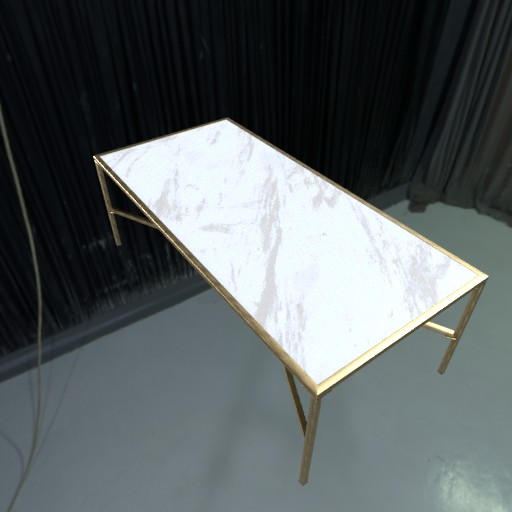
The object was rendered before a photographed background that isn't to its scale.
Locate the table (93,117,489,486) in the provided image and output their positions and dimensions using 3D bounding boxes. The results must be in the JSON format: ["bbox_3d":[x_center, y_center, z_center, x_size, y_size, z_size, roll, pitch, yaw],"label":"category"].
[{"bbox_3d":[0.000,0.000,1.479,0.577,0.405,1.197,-25,46,-27],"label":"table"}]
